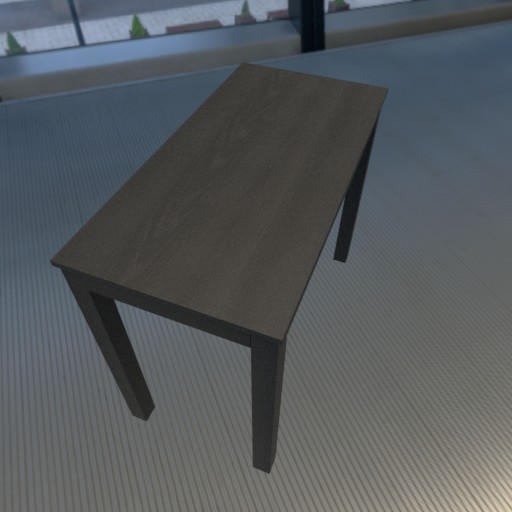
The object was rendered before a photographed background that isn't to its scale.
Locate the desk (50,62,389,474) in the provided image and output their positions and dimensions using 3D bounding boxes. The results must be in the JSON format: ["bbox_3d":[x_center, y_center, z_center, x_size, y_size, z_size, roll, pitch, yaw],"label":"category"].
[{"bbox_3d":[0.000,0.000,1.423,0.499,0.762,0.991,17,49,15],"label":"desk"}]
